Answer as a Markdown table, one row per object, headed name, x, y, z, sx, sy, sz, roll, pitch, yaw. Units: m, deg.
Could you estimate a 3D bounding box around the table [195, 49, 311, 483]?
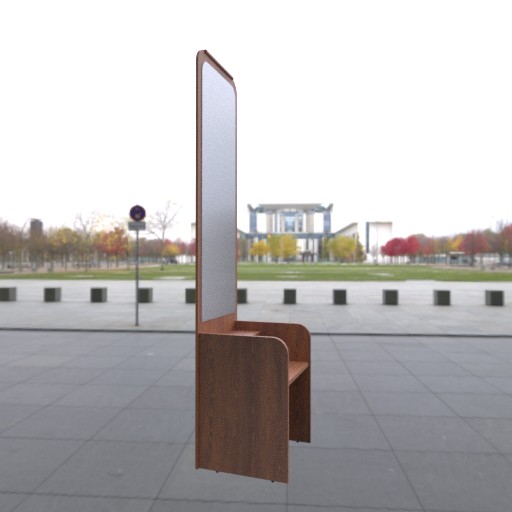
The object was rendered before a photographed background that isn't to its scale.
| name | x | y | z | sx | sy | sz | roll | pitch | yaw |
| --- | --- | --- | --- | --- | --- | --- | --- | --- | --- |
| table | 0.000 | 0.000 | 2.043 | 0.420 | 1.830 | 0.450 | 0 | 0 | 19 |
